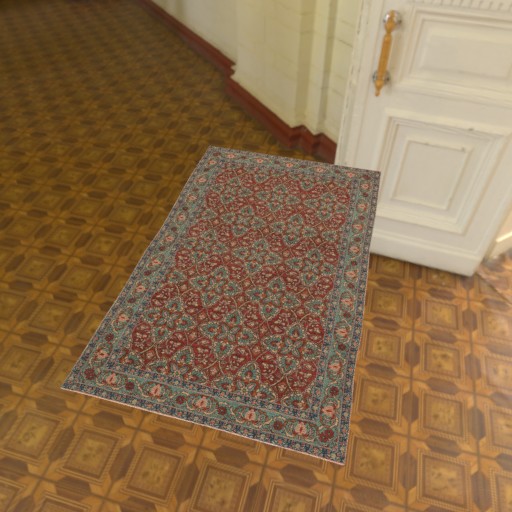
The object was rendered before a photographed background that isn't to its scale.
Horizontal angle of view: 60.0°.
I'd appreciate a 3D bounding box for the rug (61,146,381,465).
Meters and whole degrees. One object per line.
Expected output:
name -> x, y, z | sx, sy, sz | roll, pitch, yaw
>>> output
rug -> 0.000, 0.000, 3.055 | 1.533, 0.011, 2.439 | 11, 47, 10
